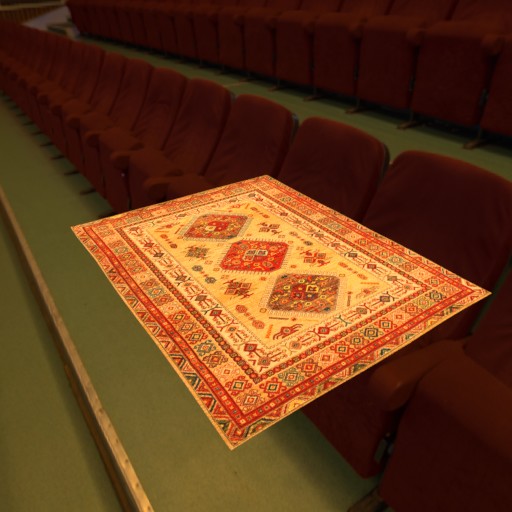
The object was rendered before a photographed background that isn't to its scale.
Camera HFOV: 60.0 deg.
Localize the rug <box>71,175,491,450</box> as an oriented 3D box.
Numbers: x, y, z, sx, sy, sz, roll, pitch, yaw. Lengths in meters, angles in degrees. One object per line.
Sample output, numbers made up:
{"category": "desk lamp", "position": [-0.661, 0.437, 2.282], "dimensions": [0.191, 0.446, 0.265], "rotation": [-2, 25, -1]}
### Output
{"category": "rug", "position": [0.000, 0.000, 4.013], "dimensions": [2.460, 0.005, 3.067], "rotation": [-20, 37, -29]}
